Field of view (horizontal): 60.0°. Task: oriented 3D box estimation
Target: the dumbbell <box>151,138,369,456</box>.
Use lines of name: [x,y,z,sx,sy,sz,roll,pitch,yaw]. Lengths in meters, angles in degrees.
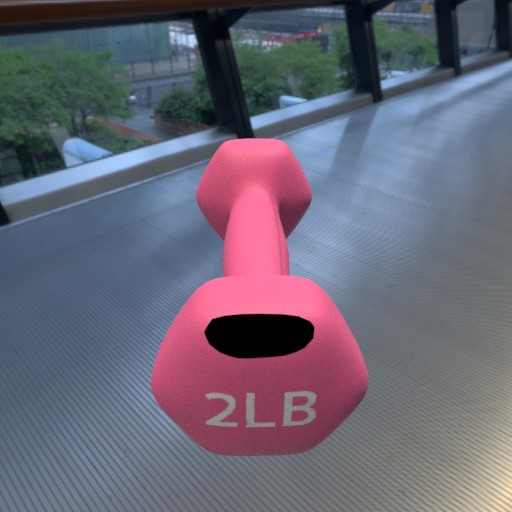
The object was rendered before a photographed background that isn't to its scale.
dumbbell: [0.000,0.000,0.170,0.058,0.053,0.146,0,31,0]
